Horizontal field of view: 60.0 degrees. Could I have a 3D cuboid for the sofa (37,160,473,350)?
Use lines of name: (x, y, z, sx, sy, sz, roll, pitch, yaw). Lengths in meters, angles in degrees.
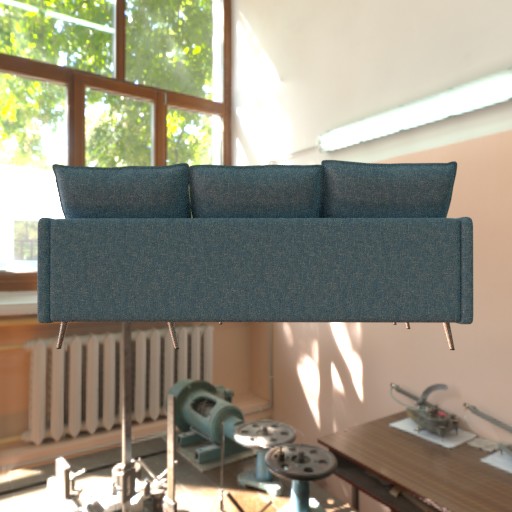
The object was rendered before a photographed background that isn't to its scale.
sofa: (0.000, 0.000, 2.762, 2.034, 0.899, 1.420, 0, 0, 1)
